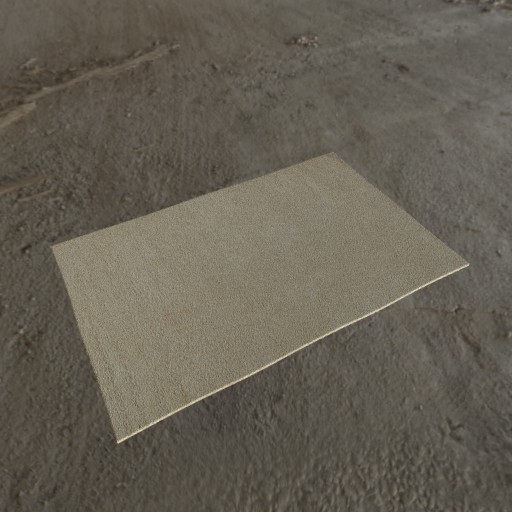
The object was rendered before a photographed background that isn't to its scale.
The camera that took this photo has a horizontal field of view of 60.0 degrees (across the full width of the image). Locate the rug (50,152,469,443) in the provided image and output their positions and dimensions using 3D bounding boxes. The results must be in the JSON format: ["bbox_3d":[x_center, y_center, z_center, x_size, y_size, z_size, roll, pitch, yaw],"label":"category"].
[{"bbox_3d":[0.000,0.000,2.948,2.346,0.025,1.500,-22,50,-20],"label":"rug"}]
